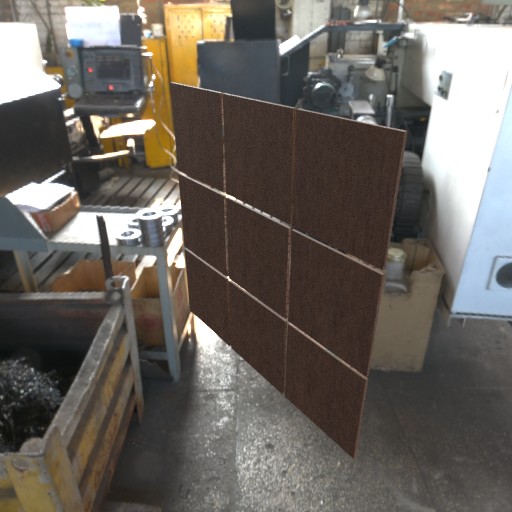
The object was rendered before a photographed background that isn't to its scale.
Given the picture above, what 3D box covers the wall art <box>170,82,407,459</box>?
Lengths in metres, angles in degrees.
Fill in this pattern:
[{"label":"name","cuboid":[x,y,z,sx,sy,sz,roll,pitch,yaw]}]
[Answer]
[{"label":"wall art","cuboid":[0.000,0.000,2.271,0.014,1.525,1.527,-20,34,-33]}]
